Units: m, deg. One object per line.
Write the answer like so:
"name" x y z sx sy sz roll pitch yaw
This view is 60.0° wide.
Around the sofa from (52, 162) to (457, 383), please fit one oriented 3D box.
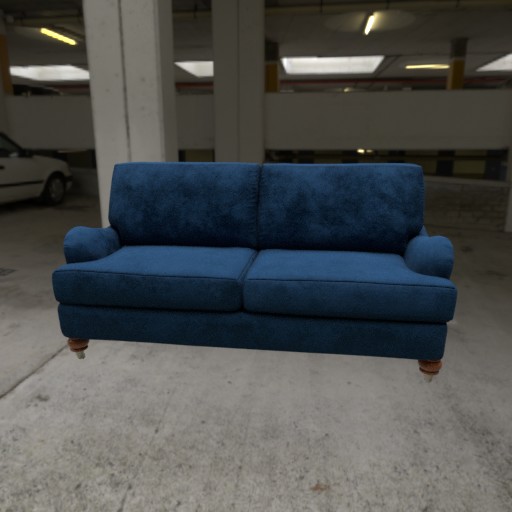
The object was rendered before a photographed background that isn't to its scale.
"sofa" 0.000 0.000 2.725 2.141 1.101 1.084 2 15 7
